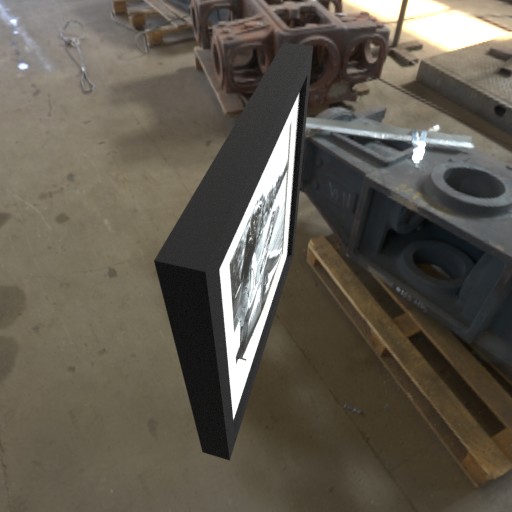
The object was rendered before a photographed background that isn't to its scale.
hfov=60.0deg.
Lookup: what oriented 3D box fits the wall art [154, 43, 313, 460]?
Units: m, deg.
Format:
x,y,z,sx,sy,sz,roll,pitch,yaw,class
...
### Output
x,y,z,sx,sy,sz,roll,pitch,yaw,class
0.000,0.000,0.457,0.030,0.305,0.308,12,49,11,wall art
